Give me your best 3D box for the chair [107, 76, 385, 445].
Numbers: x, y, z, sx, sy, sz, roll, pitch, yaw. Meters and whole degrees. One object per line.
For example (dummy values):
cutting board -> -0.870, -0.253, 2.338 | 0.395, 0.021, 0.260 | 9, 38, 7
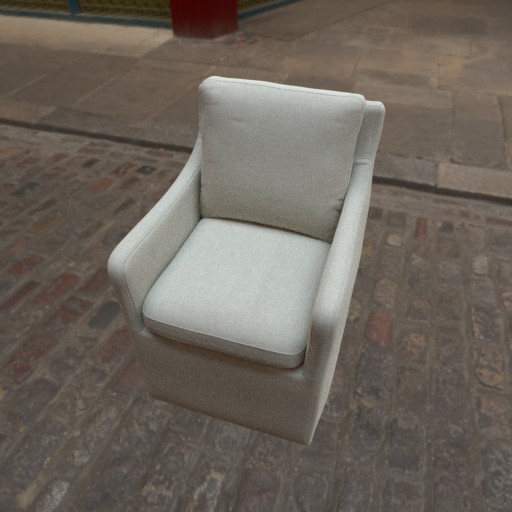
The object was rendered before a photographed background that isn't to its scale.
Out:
chair -> 0.000, 0.000, 1.397 | 0.626, 0.914, 0.694 | 12, 42, 14
